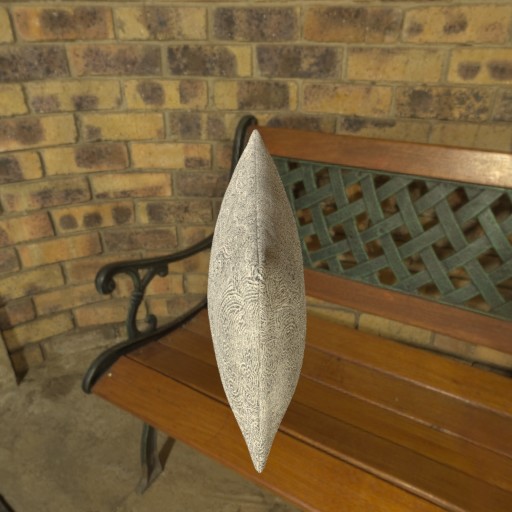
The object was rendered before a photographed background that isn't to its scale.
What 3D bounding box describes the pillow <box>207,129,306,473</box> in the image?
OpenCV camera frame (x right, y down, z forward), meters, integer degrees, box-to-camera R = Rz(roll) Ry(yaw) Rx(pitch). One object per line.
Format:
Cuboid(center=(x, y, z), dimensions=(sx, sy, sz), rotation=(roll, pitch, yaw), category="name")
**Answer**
Cuboid(center=(0.000, 0.000, 0.750), dimensions=(0.151, 0.295, 0.615), rotation=(0, 28, 0), category="pillow")
